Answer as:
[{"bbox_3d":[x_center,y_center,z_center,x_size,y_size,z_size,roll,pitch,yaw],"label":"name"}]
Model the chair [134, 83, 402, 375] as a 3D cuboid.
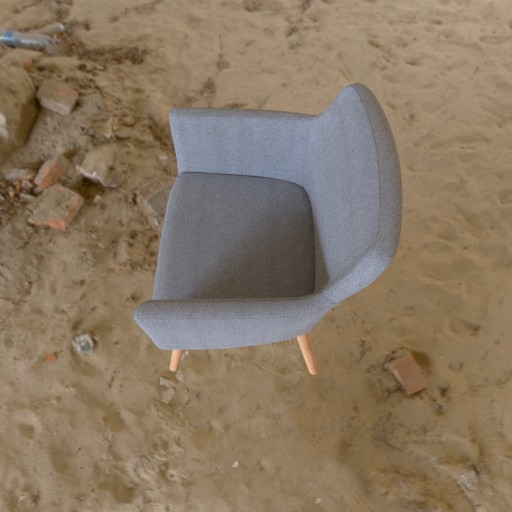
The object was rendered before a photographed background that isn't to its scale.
[{"bbox_3d":[0.000,0.000,1.163,0.540,0.780,0.570,1,60,1],"label":"chair"}]
